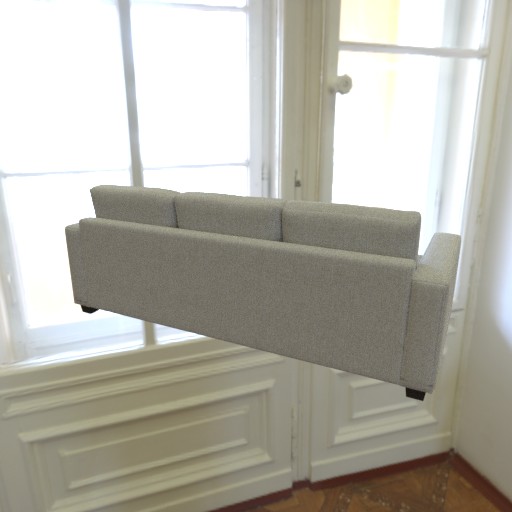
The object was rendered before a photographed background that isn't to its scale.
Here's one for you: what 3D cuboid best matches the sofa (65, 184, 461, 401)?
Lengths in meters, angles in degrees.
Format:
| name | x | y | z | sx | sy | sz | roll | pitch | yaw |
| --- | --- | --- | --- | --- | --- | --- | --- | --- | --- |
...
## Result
| name | x | y | z | sx | sy | sz | roll | pitch | yaw |
| --- | --- | --- | --- | --- | --- | --- | --- | --- | --- |
| sofa | 0.000 | 0.000 | 2.583 | 2.120 | 0.800 | 0.900 | 9 | 19 | 26 |
